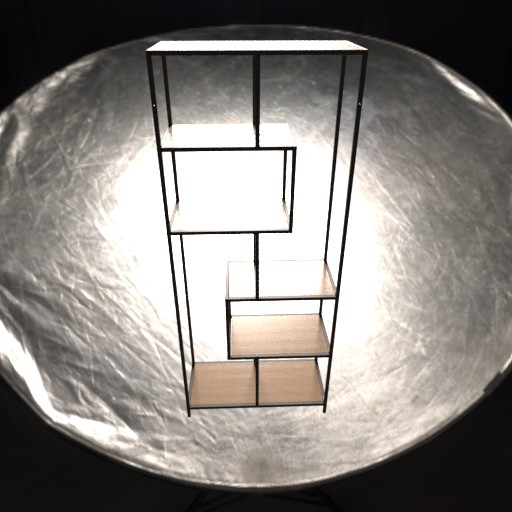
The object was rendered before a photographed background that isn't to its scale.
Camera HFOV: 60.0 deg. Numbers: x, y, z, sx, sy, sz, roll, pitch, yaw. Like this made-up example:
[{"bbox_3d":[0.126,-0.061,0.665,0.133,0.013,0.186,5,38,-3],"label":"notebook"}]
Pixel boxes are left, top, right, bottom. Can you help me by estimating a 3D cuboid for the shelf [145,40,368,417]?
[{"bbox_3d":[0.000,0.000,2.144,0.770,1.850,0.350,-1,31,-2],"label":"shelf"}]
